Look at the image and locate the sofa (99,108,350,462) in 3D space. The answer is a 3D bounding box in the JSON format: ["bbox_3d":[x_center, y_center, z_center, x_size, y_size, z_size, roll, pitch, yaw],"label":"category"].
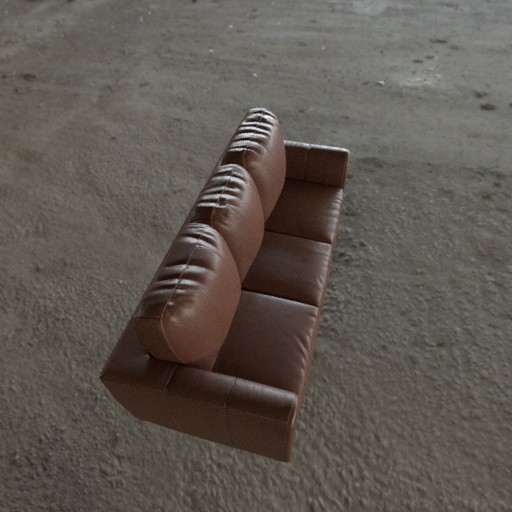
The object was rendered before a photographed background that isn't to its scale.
[{"bbox_3d":[0.000,0.000,2.381,0.802,0.915,1.862,11,48,10],"label":"sofa"}]
